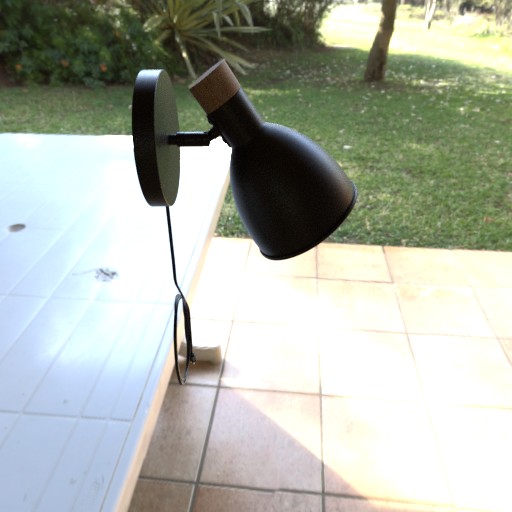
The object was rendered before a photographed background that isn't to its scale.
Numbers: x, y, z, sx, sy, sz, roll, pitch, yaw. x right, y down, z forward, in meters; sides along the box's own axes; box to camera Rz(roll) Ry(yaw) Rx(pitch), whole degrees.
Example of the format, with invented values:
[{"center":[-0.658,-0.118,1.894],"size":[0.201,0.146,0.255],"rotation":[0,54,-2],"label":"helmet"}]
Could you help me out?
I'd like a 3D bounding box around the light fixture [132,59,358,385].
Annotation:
[{"center":[0.000,0.000,0.491],"size":[0.203,0.401,0.127],"rotation":[0,32,0],"label":"light fixture"}]
